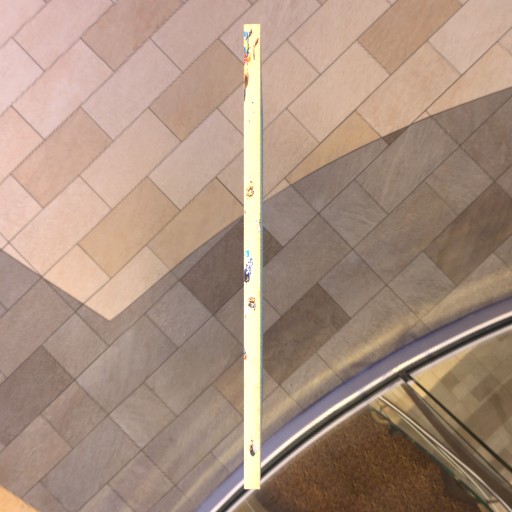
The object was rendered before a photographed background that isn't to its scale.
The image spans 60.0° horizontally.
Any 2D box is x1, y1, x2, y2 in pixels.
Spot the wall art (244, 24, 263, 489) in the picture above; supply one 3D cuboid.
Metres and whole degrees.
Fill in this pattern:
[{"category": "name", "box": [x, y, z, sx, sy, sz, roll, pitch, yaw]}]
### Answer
[{"category": "wall art", "box": [0.000, 0.000, 1.465, 0.040, 0.769, 1.136, 0, 91, 1]}]
